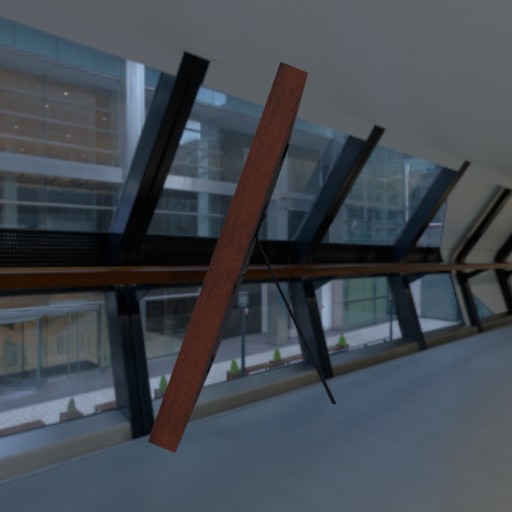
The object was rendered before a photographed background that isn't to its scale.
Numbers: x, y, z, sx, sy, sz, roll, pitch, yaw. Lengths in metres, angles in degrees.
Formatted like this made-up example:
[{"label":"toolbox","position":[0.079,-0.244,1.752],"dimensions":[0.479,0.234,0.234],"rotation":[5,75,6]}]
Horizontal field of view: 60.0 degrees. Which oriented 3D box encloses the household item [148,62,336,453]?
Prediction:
[{"label":"household item","position":[0.000,0.000,0.391],"dimensions":[0.131,0.240,0.240],"rotation":[0,1,1]}]
